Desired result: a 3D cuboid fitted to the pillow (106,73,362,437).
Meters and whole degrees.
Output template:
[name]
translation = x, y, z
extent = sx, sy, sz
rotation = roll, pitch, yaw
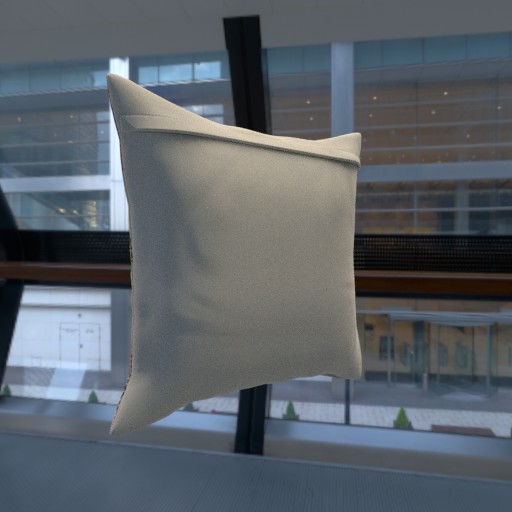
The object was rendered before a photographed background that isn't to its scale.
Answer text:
[pillow]
translation = 0.000, 0.000, 0.689
extent = 0.463, 0.454, 0.160
rotation = 0, 0, -36
